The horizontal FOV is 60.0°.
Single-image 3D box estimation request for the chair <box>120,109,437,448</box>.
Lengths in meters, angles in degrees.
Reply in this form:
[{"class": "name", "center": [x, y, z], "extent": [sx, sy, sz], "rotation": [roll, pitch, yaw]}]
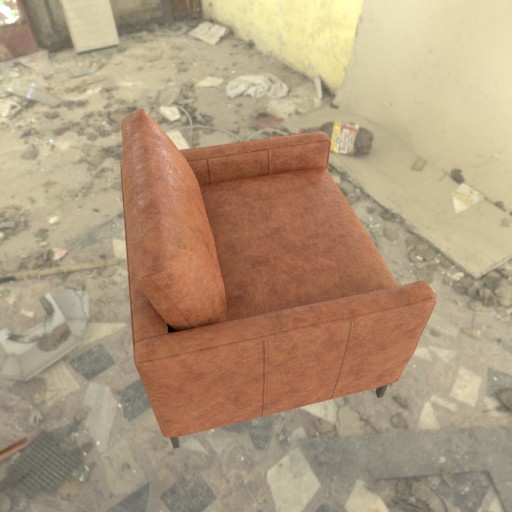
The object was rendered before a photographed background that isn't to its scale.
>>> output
[{"class": "chair", "center": [0.000, 0.000, 1.618], "extent": [0.862, 0.869, 0.967], "rotation": [-10, 47, -10]}]
